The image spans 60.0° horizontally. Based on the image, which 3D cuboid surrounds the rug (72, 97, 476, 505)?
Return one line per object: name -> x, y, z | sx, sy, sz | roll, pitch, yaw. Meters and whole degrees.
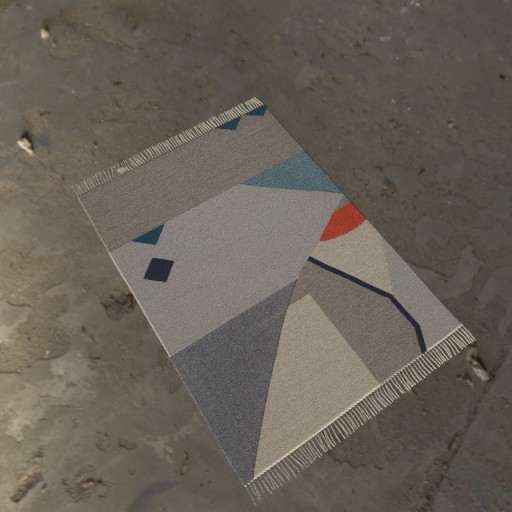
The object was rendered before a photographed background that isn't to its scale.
rug -> 0.000, 0.000, 2.222 | 1.220, 0.005, 1.828 | -31, 67, -14
